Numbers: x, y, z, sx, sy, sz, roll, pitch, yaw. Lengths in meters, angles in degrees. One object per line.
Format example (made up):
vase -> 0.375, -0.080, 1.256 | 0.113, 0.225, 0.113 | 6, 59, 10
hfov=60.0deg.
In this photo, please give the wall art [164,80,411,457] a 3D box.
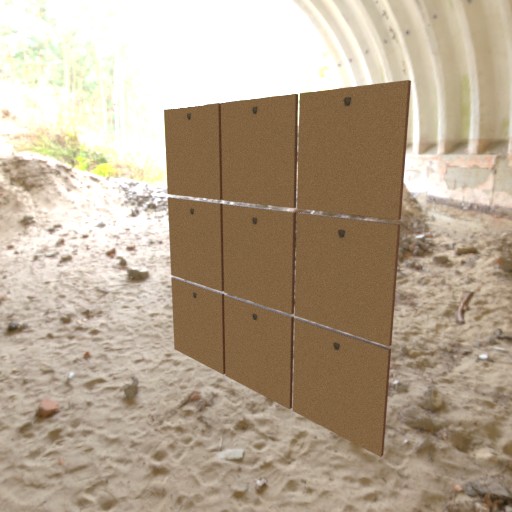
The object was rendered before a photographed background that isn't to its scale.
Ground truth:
wall art -> 0.000, 0.000, 1.808 | 1.221, 1.218, 0.024 | 13, 18, 43
